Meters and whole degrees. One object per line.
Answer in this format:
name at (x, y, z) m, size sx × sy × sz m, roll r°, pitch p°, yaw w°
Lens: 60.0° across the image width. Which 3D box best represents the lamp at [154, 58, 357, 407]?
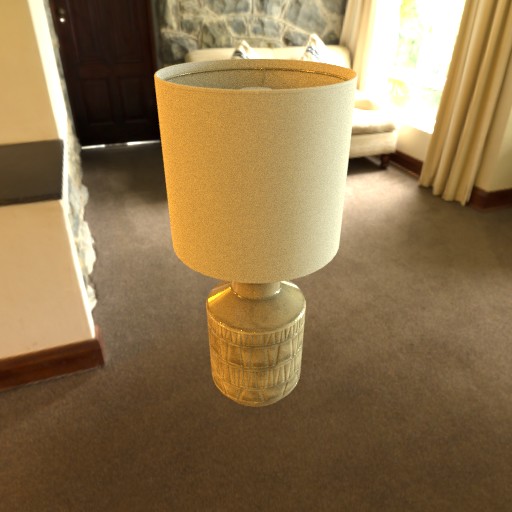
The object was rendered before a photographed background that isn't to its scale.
lamp at (0.000, 0.000, 0.585) m, size 0.211 × 0.455 × 0.211 m, roll 11°, pitch 32°, yaw 17°
